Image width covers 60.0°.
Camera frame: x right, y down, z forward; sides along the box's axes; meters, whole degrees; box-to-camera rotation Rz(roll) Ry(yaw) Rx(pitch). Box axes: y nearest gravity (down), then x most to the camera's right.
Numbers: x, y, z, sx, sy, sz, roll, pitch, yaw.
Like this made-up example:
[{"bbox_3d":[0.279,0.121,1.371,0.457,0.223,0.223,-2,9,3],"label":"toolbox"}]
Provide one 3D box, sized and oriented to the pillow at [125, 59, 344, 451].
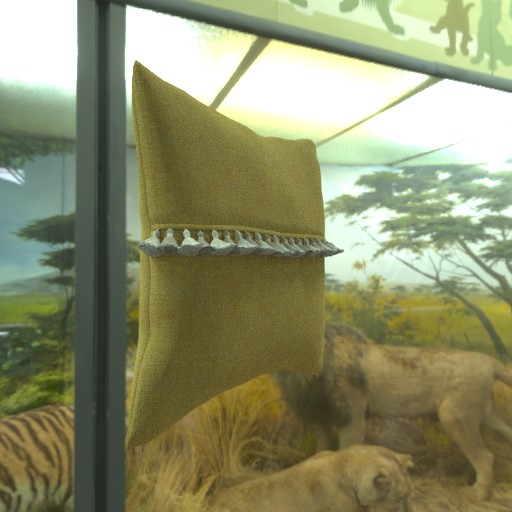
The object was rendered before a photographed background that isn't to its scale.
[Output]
[{"bbox_3d":[0.000,0.000,0.722,0.167,0.481,0.485,-1,-1,36],"label":"pillow"}]
